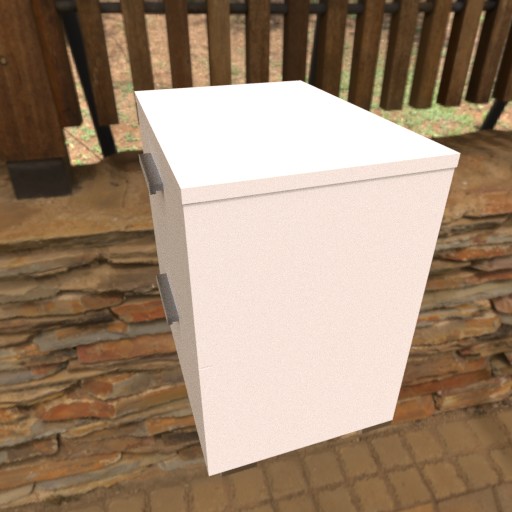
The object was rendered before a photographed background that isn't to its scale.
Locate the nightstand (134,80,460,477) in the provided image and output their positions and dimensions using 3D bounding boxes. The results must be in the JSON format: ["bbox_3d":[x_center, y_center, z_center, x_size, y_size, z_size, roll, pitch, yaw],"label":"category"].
[{"bbox_3d":[0.000,0.000,0.741,0.325,0.460,0.441,-10,33,-16],"label":"nightstand"}]
